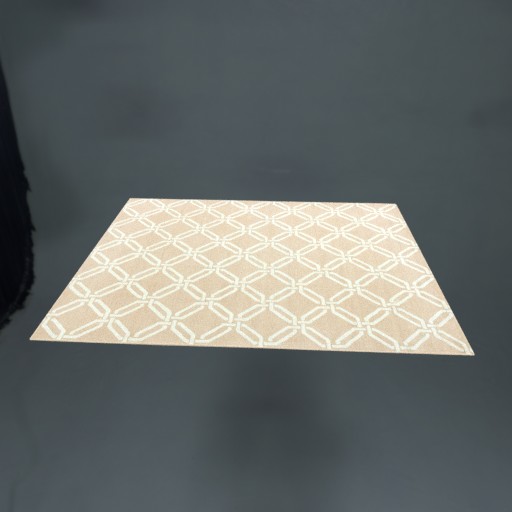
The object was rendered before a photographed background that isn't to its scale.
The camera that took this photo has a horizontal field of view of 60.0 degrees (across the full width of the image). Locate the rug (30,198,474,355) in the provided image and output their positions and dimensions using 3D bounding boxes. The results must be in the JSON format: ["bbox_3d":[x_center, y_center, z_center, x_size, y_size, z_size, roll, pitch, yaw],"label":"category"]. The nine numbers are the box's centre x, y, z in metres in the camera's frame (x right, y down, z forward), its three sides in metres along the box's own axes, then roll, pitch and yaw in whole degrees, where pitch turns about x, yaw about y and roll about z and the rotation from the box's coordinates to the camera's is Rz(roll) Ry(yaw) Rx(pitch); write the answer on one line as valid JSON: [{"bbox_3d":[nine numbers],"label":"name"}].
[{"bbox_3d":[0.000,0.000,3.850,2.895,0.018,2.288,1,31,2],"label":"rug"}]
